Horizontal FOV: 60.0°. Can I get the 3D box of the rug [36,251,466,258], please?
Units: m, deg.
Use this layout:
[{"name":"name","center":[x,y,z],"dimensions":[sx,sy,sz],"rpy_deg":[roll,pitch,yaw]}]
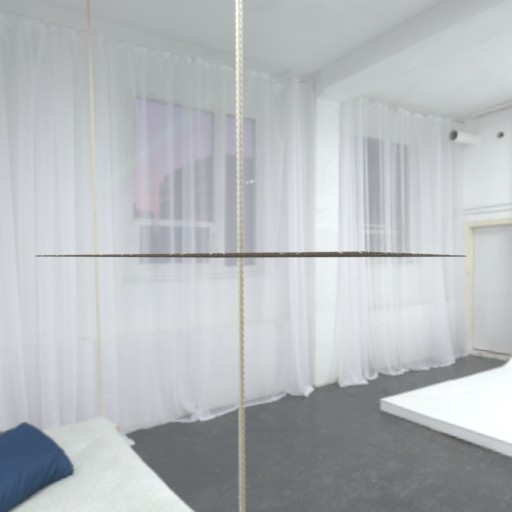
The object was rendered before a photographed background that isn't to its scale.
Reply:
[{"name":"rug","center":[0.000,0.000,4.026],"dimensions":[3.062,0.012,2.457],"rpy_deg":[0,-1,36]}]
